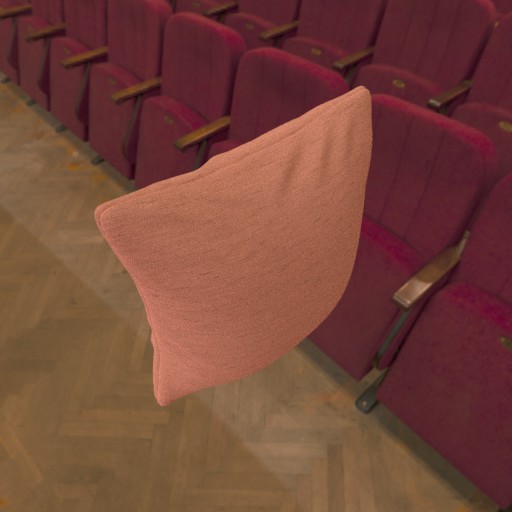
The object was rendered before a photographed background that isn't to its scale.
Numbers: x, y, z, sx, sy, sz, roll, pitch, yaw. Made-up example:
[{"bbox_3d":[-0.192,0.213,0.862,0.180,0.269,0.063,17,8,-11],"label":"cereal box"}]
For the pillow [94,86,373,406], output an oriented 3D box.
[{"bbox_3d":[0.000,0.000,0.684,0.432,0.415,0.246,-32,54,-27],"label":"pillow"}]
